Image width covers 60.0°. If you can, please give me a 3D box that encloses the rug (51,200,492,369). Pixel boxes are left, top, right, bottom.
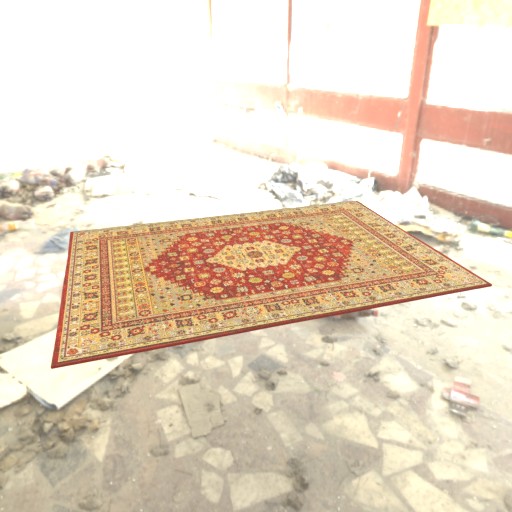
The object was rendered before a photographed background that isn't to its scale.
[{"bbox_3d":[0.000,0.000,2.215,1.802,0.013,1.194,-8,27,-16],"label":"rug"}]
